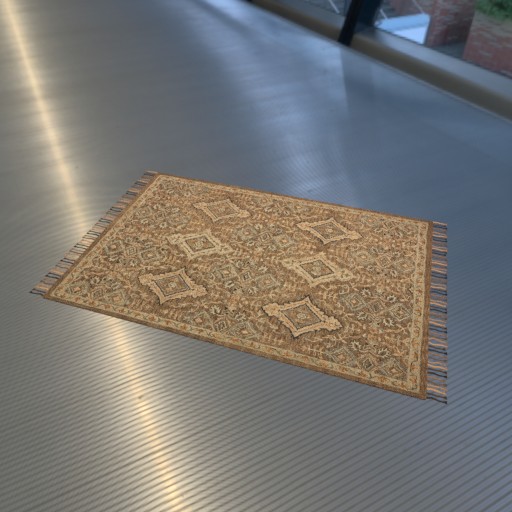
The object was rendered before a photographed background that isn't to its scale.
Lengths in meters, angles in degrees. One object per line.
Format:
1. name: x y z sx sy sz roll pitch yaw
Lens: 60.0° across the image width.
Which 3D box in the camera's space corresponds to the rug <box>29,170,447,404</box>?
1. rug: 0.000 0.000 2.965 2.434 0.010 1.516 12 43 13
